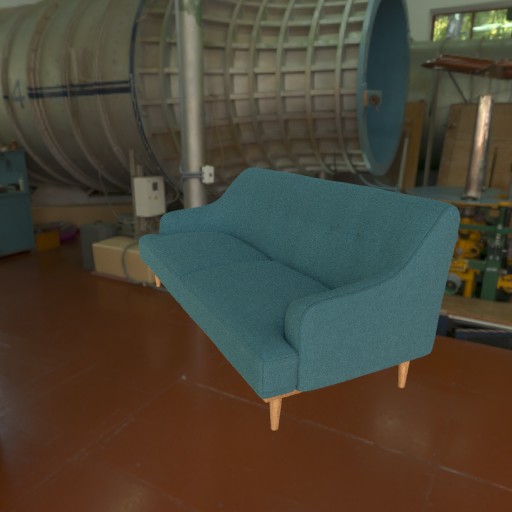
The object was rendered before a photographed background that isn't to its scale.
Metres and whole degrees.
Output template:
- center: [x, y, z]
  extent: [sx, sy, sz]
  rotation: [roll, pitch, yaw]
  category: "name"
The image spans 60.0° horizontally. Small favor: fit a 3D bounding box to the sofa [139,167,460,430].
- center: [0.000, 0.000, 2.628]
  extent: [0.978, 0.871, 2.057]
  rotation: [-8, 18, -25]
  category: "sofa"
